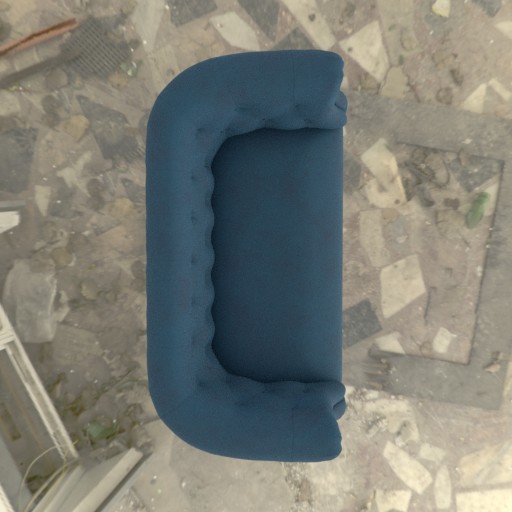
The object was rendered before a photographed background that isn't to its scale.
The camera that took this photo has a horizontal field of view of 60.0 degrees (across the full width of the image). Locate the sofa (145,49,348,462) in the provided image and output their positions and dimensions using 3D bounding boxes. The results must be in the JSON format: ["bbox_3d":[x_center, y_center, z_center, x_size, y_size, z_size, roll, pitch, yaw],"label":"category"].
[{"bbox_3d":[0.000,0.000,2.005,0.835,0.827,1.558,0,92,0],"label":"sofa"}]
